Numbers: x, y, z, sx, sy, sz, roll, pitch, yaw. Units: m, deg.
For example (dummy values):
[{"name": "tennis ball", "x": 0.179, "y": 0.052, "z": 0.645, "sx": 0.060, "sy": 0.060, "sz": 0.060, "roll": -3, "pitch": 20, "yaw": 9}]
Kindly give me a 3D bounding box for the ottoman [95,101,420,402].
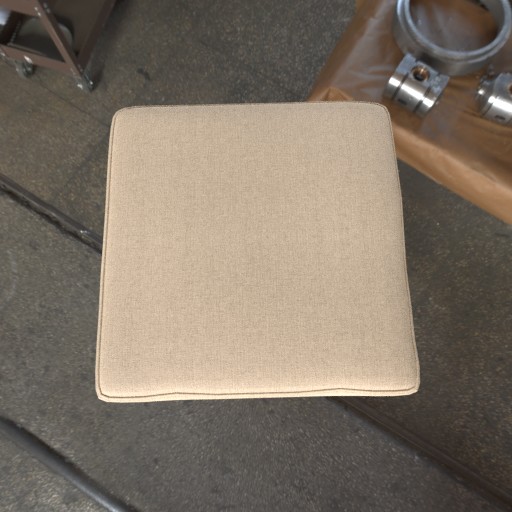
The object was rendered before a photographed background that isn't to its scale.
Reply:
[{"name": "ottoman", "x": 0.000, "y": 0.000, "z": 1.388, "sx": 0.838, "sy": 0.503, "sz": 0.838, "roll": -1, "pitch": 75, "yaw": 0}]
